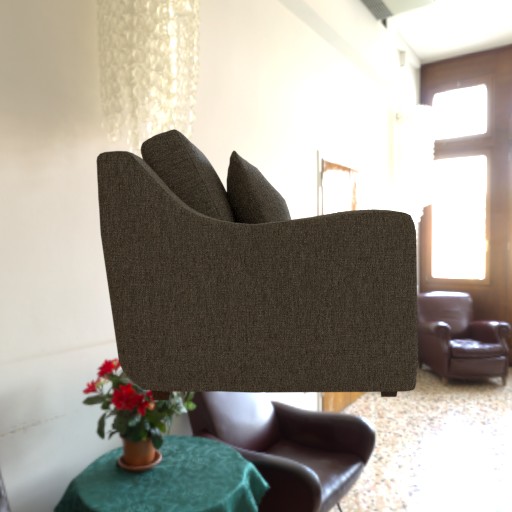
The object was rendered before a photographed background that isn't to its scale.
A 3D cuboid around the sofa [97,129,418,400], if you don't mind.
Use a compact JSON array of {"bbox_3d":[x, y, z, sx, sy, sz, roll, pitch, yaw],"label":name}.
[{"bbox_3d":[0.000,0.000,2.361,1.120,0.991,1.778,0,1,0],"label":"sofa"}]
